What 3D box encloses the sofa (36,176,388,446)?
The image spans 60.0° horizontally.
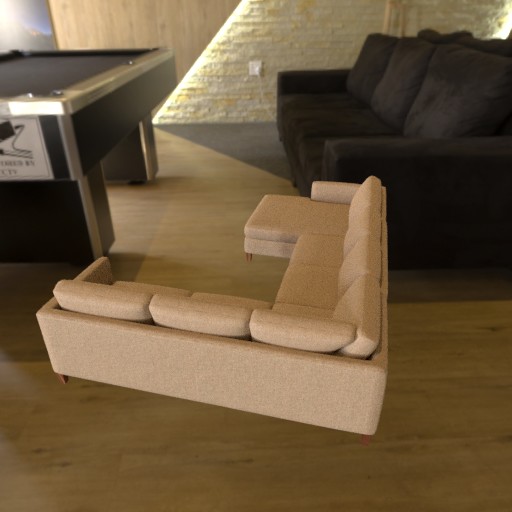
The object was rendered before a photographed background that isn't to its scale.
[{"bbox_3d":[0.000,0.000,4.529,2.551,0.889,3.403,7,30,12],"label":"sofa"}]
